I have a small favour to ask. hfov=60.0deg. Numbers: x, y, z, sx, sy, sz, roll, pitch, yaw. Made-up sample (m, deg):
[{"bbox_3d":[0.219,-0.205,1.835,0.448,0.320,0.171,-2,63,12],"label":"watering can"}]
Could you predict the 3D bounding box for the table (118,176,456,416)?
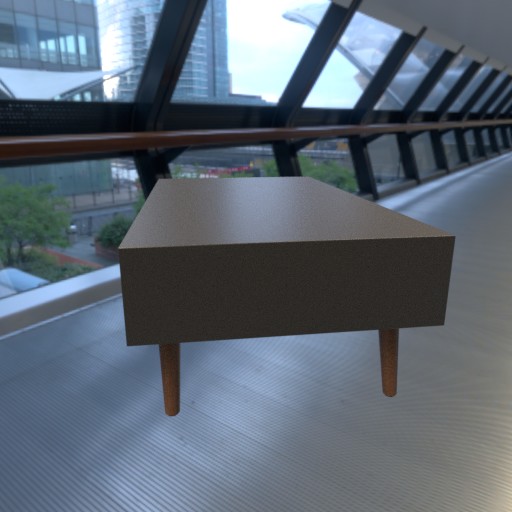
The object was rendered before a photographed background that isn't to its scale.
[{"bbox_3d":[0.000,0.000,1.513,0.703,0.404,1.201,-2,16,-8],"label":"table"}]
